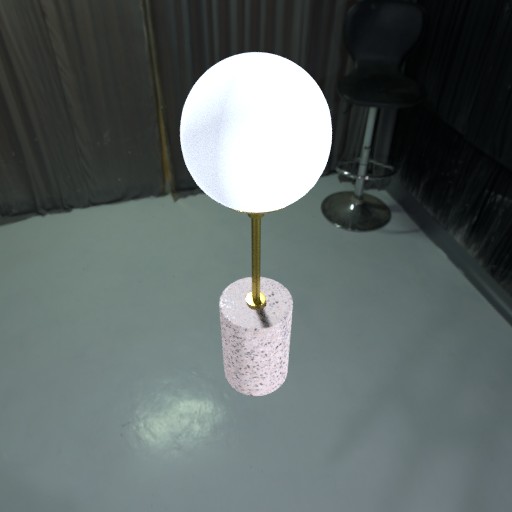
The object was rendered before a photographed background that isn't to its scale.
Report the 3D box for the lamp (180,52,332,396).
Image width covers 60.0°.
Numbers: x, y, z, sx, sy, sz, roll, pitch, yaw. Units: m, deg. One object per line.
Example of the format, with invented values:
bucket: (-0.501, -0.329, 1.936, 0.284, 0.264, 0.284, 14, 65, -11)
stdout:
lamp: (0.000, 0.000, 0.560, 0.153, 0.480, 0.153, 0, 41, 0)
